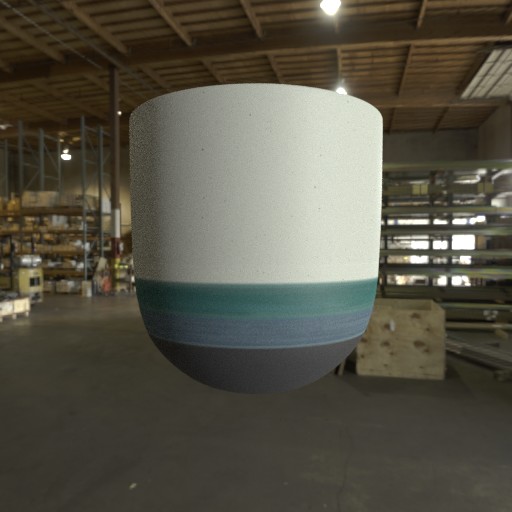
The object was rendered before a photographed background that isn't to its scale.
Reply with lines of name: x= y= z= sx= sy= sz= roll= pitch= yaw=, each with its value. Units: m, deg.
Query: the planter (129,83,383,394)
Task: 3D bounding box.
planter: x=0.000 y=0.000 z=0.373 sx=0.204 sy=0.214 sz=0.204 roll=0 pitch=1 yaw=0
